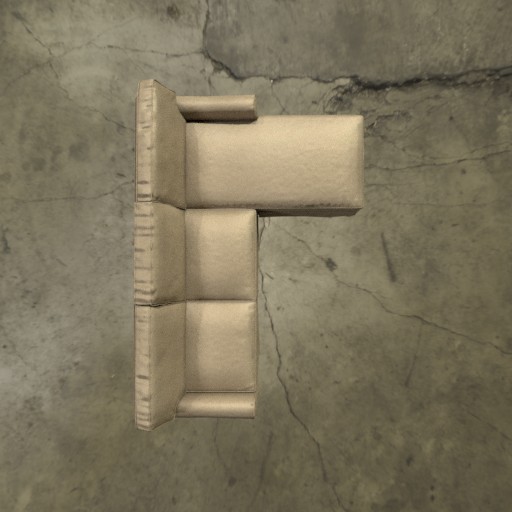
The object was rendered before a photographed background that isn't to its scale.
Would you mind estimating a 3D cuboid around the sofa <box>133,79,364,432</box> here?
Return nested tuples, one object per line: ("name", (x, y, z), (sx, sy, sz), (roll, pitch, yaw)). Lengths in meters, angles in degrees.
("sofa", (0.000, 0.000, 3.445), (1.733, 0.978, 2.475), (0, 89, 1))
